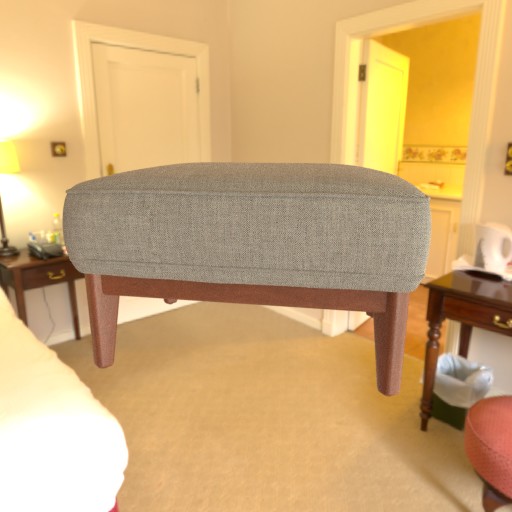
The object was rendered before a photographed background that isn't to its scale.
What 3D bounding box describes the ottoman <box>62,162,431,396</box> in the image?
[{"bbox_3d":[0.000,0.000,1.125,0.750,0.458,0.555,3,15,10],"label":"ottoman"}]
